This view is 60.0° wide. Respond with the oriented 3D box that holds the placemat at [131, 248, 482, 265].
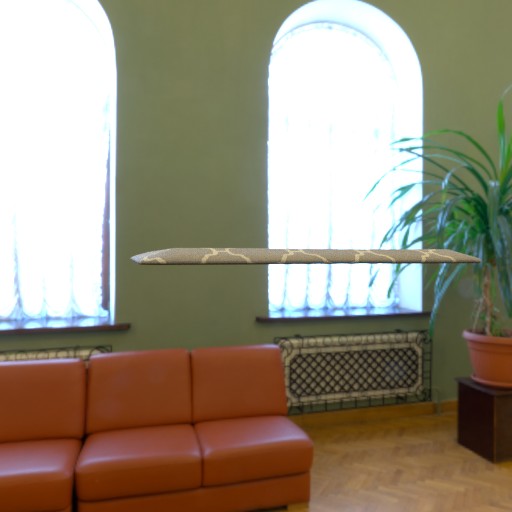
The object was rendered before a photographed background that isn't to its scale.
[{"bbox_3d":[0.000,0.000,0.948,0.508,0.021,0.762,0,0,-17],"label":"placemat"}]
